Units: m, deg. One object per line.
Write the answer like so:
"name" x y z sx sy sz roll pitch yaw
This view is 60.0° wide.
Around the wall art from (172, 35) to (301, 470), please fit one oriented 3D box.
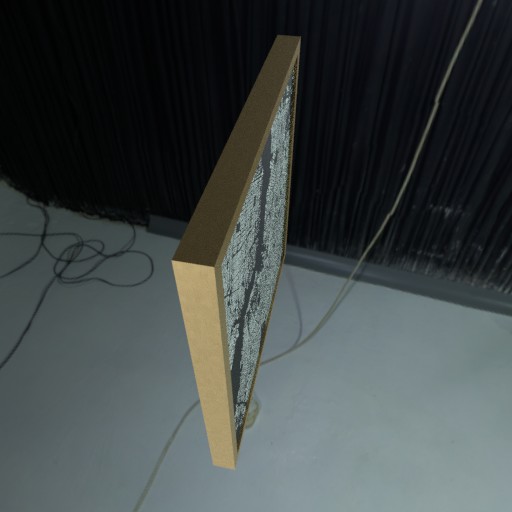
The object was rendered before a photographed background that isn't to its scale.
"wall art" 0.000 0.000 1.843 0.095 1.284 1.284 9 47 8
